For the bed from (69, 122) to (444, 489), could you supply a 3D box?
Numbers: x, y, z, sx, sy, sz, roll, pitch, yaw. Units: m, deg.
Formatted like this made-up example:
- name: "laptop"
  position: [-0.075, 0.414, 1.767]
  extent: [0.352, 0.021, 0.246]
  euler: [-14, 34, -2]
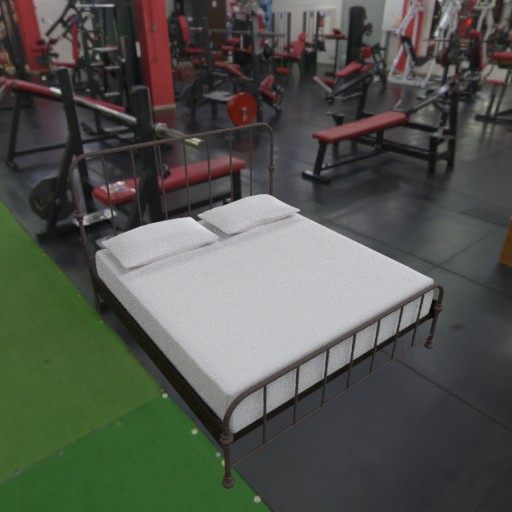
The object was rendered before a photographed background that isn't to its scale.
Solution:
- name: "bed"
  position: [0.000, 0.000, 3.451]
  extent: [2.044, 1.446, 2.134]
  euler: [-20, 35, -32]
